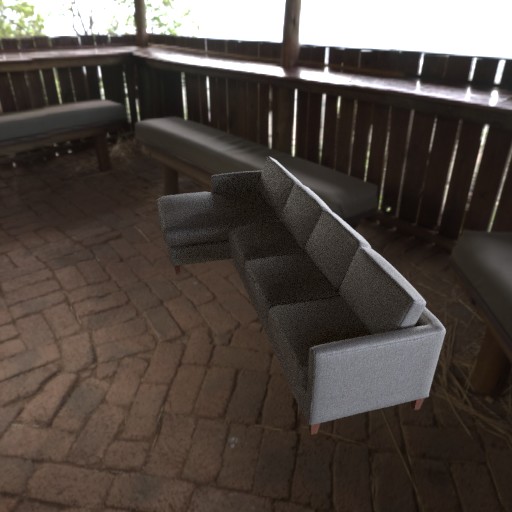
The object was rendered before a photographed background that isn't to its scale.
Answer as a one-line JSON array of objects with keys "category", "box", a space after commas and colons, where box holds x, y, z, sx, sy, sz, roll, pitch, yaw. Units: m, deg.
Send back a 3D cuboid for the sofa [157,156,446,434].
[{"category": "sofa", "box": [0.000, 0.000, 3.884, 1.502, 0.876, 3.201, -7, 30, -13]}]
